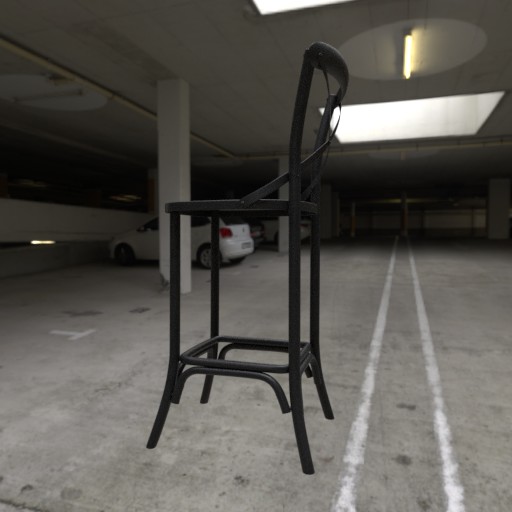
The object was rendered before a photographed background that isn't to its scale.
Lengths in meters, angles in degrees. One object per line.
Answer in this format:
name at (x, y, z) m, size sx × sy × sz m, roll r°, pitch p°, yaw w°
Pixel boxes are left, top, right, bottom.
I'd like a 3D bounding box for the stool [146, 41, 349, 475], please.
stool at (0.000, 0.000, 1.446) m, size 0.584 × 1.168 × 0.457 m, roll 1°, pitch 2°, yaw 18°
